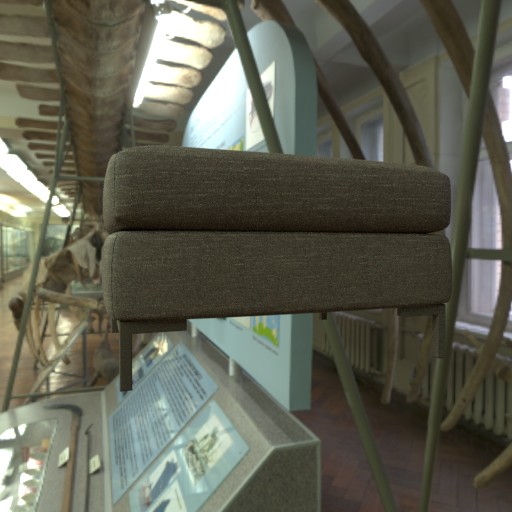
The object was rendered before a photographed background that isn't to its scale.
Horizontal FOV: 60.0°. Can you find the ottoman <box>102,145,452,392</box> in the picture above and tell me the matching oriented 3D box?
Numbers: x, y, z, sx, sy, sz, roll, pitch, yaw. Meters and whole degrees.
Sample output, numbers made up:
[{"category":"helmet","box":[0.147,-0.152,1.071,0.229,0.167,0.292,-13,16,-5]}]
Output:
[{"category":"ottoman","box":[0.000,0.000,1.247,0.820,0.490,0.671,0,1,-19]}]
